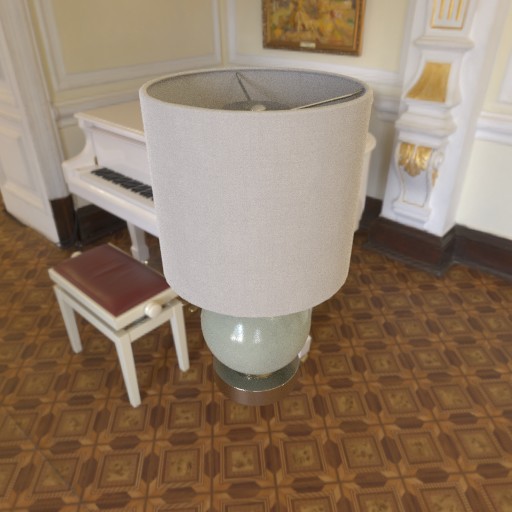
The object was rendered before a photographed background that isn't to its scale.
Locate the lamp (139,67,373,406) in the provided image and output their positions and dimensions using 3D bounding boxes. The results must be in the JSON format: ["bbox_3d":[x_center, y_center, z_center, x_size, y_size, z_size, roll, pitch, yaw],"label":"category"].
[{"bbox_3d":[0.000,0.000,0.480,0.201,0.353,0.201,-21,37,-30],"label":"lamp"}]
